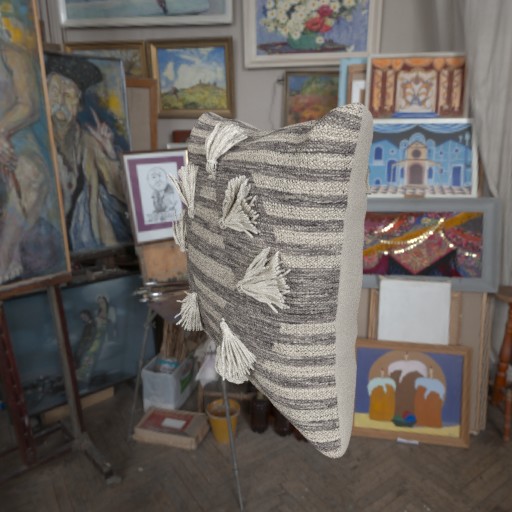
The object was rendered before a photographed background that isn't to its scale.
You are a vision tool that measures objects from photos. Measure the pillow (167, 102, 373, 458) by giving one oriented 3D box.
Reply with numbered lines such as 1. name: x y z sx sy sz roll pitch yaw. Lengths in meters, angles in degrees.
1. pillow: 0.000 0.000 0.769 0.234 0.490 0.484 -8 18 -27
